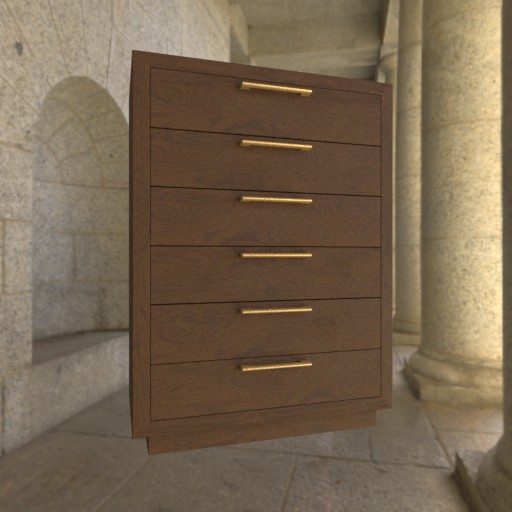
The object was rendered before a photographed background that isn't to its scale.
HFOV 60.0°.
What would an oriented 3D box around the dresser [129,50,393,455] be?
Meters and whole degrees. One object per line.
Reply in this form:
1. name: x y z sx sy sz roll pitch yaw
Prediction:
1. dresser: 0.000 0.000 1.768 0.964 1.320 0.516 0 0 -17
